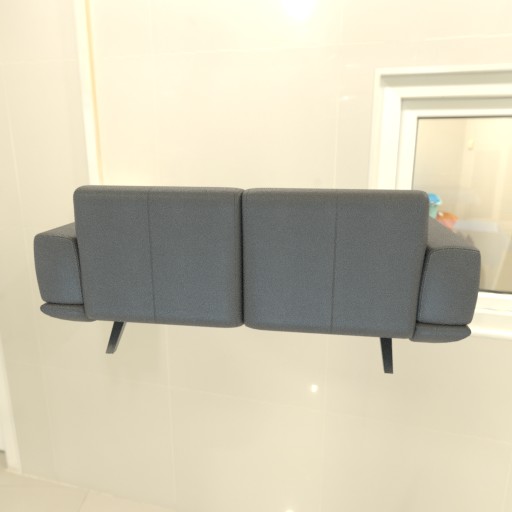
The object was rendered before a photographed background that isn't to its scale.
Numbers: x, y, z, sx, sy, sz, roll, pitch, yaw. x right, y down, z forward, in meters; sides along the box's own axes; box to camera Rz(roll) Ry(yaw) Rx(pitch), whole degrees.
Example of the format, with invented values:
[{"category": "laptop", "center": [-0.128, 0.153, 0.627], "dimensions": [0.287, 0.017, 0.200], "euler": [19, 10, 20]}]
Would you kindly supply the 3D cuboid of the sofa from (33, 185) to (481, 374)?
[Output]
[{"category": "sofa", "center": [0.000, 0.000, 2.281], "dimensions": [1.901, 0.772, 0.900], "euler": [2, 15, 8]}]
